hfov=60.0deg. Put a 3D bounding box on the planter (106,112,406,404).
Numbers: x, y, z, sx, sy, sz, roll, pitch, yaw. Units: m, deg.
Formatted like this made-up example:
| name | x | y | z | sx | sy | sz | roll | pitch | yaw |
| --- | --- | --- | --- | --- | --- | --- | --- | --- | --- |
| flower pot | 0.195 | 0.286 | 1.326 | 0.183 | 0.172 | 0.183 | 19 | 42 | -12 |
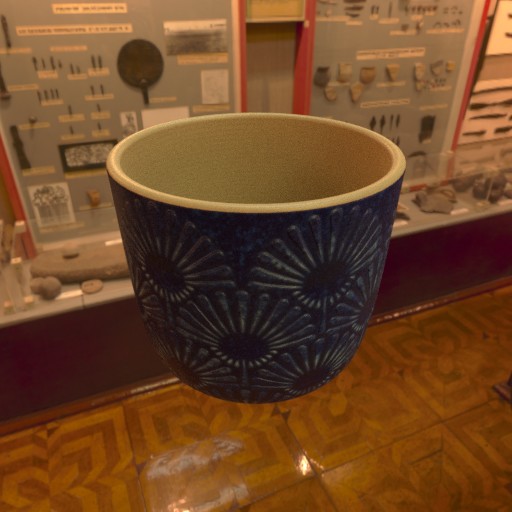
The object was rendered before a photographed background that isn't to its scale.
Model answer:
| name | x | y | z | sx | sy | sz | roll | pitch | yaw |
| --- | --- | --- | --- | --- | --- | --- | --- | --- | --- |
| planter | 0.000 | 0.000 | 0.218 | 0.124 | 0.109 | 0.124 | 0 | 31 | 0 |
